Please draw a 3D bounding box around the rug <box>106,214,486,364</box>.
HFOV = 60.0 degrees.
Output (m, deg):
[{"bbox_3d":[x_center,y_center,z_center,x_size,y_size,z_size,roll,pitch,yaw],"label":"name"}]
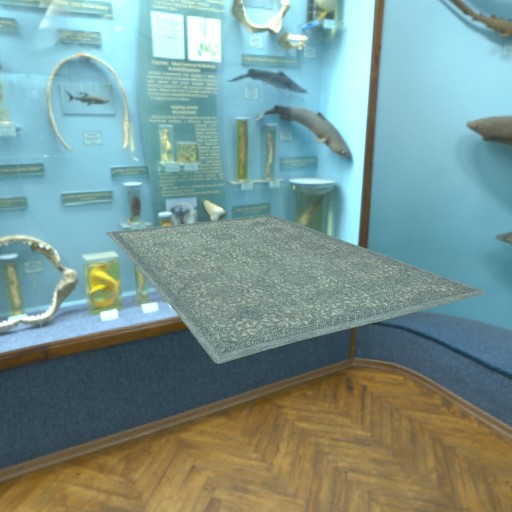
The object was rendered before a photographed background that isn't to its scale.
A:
[{"bbox_3d":[0.000,0.000,2.354,1.224,0.016,1.830,-9,19,-26],"label":"rug"}]
